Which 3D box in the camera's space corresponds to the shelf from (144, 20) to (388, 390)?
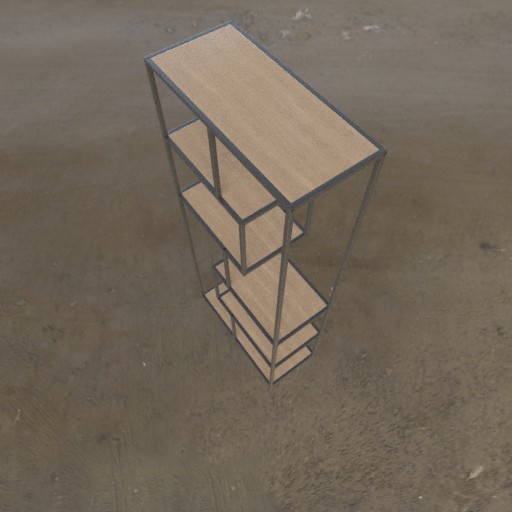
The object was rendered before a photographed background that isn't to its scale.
[{"bbox_3d":[0.000,0.000,2.139,0.350,1.850,0.770,-32,64,-18],"label":"shelf"}]
